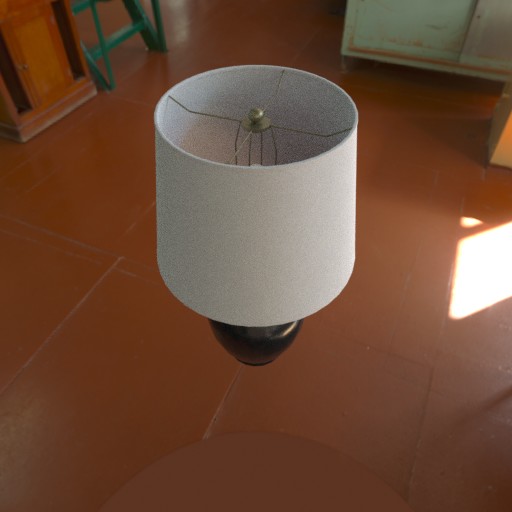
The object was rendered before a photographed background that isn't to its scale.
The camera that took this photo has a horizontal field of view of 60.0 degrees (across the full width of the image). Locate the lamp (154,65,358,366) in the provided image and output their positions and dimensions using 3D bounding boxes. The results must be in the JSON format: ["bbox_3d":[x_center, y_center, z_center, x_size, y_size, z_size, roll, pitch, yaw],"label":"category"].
[{"bbox_3d":[0.000,0.000,0.557,0.239,0.399,0.239,0,47,0],"label":"lamp"}]
